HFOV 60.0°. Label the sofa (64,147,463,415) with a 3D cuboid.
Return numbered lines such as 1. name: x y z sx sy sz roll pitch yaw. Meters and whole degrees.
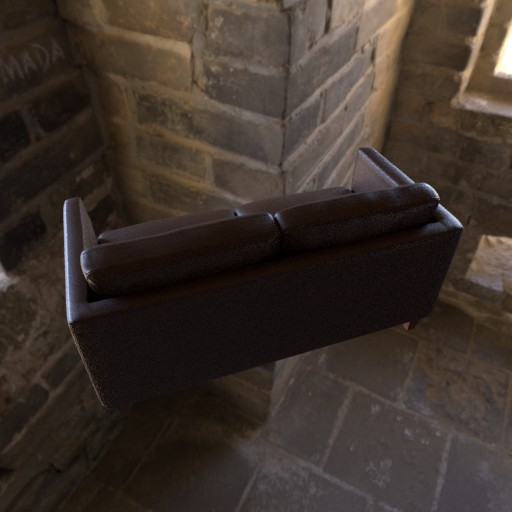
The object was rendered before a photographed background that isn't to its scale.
1. sofa: 0.000 0.000 2.457 1.883 0.933 0.951 -13 42 -14
